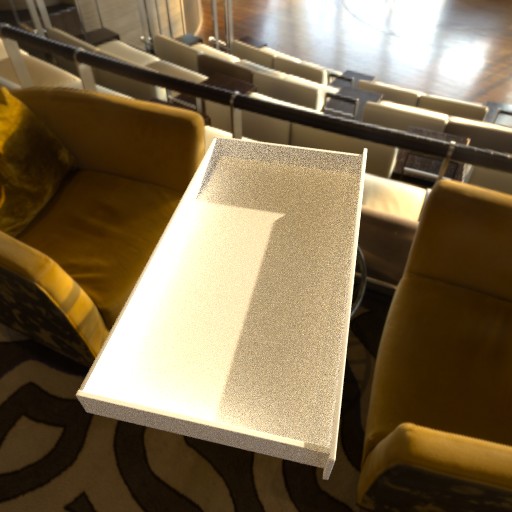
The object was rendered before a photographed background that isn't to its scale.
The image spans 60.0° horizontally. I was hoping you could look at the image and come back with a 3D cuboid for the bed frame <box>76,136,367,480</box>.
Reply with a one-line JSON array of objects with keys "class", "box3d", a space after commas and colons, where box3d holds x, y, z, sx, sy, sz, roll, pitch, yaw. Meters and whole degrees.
[{"class": "bed frame", "box3d": [0.000, 0.000, 1.549, 0.670, 0.141, 1.300, 10, 48, 9]}]
